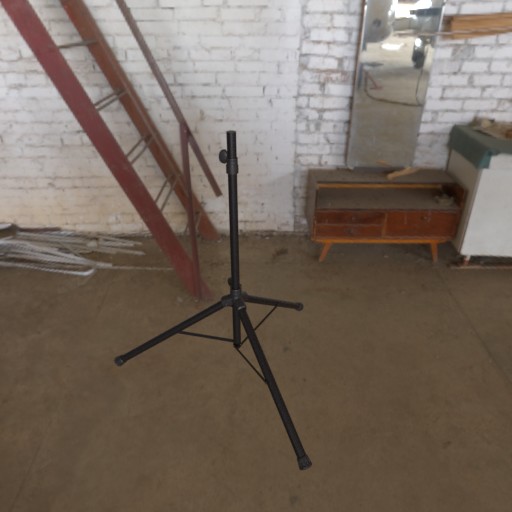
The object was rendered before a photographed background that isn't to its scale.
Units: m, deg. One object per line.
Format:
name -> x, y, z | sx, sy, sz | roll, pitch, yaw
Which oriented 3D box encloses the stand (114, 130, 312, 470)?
stand -> 0.000, 0.000, 1.905 | 1.045, 1.136, 0.907 | 19, 36, 29
